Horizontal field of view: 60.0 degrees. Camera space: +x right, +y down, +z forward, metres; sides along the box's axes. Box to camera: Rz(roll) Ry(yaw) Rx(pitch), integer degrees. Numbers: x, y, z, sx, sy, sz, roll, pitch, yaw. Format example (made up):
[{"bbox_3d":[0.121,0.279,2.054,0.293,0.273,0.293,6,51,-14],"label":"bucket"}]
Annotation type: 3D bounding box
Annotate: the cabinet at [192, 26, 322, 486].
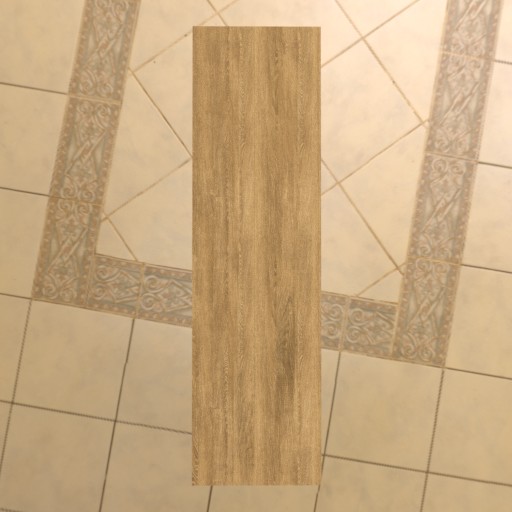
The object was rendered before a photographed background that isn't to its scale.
[{"bbox_3d":[0.000,0.000,1.980,0.450,0.870,1.600,0,89,0],"label":"cabinet"}]
